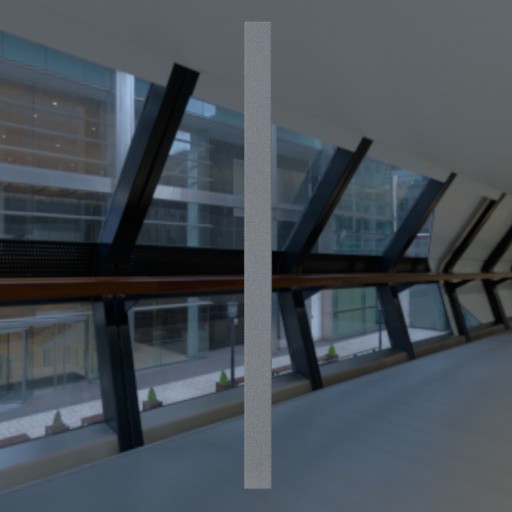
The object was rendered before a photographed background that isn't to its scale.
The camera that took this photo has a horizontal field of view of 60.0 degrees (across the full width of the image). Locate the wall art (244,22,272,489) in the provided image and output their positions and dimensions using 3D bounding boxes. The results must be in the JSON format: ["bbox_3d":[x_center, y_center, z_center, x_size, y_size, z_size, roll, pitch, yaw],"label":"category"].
[{"bbox_3d":[0.000,0.000,0.829,0.037,0.606,0.508,0,-1,-1],"label":"wall art"}]
